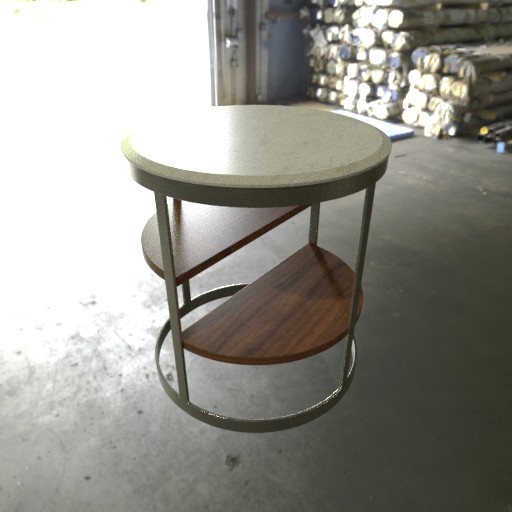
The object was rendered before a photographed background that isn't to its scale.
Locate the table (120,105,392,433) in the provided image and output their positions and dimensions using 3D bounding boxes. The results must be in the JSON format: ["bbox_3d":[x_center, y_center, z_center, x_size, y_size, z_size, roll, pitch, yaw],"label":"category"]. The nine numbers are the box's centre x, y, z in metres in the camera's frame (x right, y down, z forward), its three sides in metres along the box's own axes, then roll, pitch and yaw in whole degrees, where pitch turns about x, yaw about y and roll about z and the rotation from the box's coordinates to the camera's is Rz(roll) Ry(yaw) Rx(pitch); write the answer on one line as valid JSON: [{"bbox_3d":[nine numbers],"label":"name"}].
[{"bbox_3d":[0.000,0.000,0.797,0.407,0.447,0.407,0,31,0],"label":"table"}]
